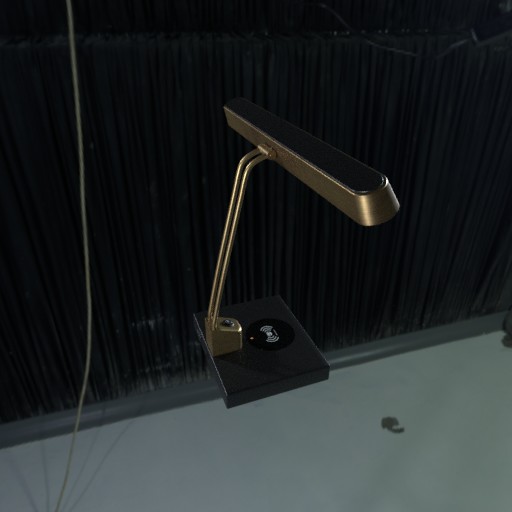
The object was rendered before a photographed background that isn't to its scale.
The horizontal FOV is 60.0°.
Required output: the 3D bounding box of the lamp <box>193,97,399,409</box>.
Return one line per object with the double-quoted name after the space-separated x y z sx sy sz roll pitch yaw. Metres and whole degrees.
0.000 0.000 0.605 0.156 0.345 0.412 -11 32 -18 "lamp"
